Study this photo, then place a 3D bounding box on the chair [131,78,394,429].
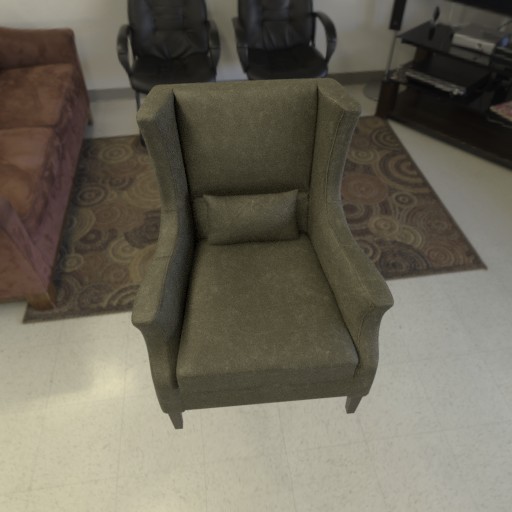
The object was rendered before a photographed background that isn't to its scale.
[{"bbox_3d":[0.000,0.000,1.698,0.853,1.016,0.926,-4,46,-4],"label":"chair"}]
